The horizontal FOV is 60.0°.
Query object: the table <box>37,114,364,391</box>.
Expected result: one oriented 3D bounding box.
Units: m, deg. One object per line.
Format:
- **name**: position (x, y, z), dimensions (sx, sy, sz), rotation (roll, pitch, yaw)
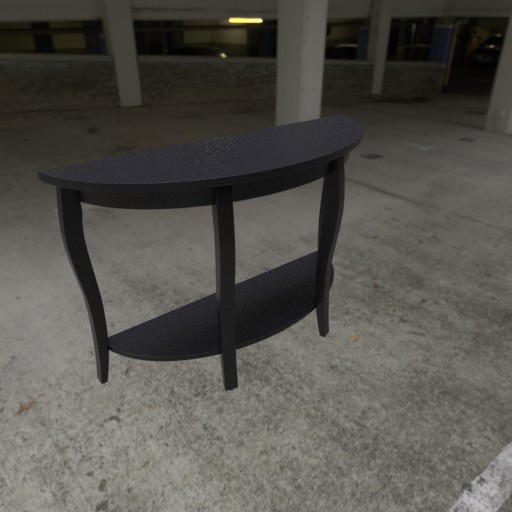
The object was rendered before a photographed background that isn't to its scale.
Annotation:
- **table**: position (0.000, 0.000, 1.598), dimensions (1.219, 0.780, 0.394), rotation (-21, 35, -33)
